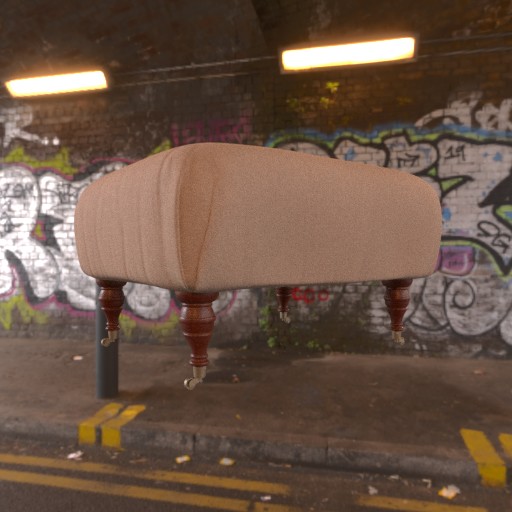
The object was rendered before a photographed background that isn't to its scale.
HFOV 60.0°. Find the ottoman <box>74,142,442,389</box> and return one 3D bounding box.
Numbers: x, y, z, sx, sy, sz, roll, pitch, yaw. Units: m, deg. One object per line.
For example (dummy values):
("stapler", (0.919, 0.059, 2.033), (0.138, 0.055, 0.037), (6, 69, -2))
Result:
("ottoman", (0.000, 0.000, 1.115), (0.746, 0.450, 0.639), (0, 1, -37))
